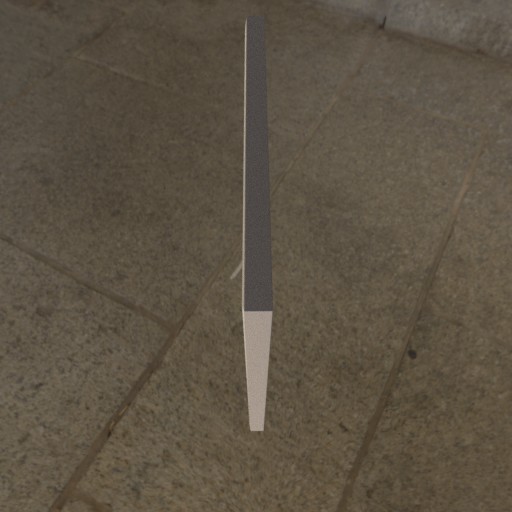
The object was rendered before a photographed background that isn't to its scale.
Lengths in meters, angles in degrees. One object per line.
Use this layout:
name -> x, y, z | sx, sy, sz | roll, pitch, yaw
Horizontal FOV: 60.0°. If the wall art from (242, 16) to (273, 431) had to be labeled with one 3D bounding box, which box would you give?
wall art -> 0.000, 0.000, 0.747 | 0.029, 0.558, 0.458 | 0, 58, 0
